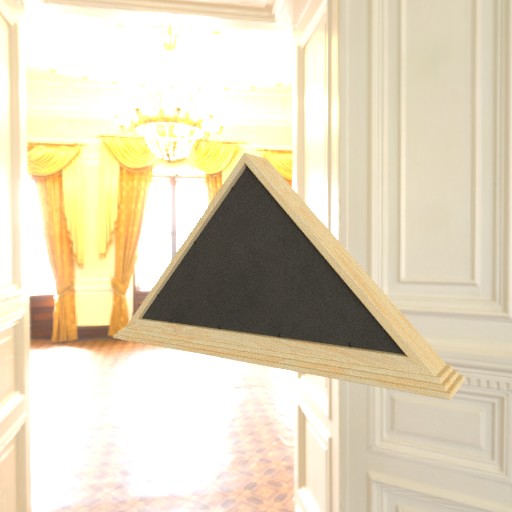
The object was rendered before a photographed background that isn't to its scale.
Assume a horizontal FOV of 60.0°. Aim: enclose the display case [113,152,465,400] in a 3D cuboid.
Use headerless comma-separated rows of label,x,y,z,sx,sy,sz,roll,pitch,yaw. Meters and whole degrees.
display case,0.000,0.000,0.755,0.640,0.340,0.095,1,2,35
